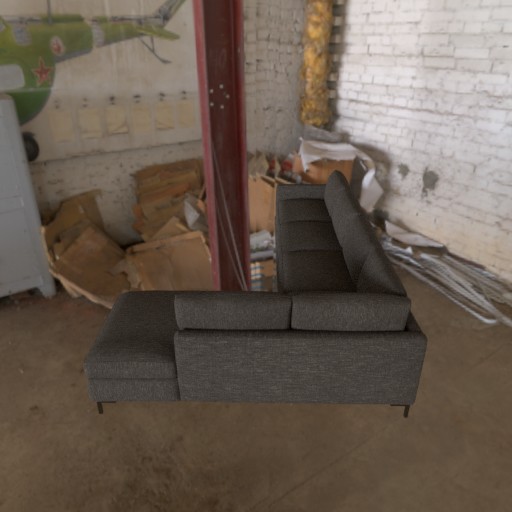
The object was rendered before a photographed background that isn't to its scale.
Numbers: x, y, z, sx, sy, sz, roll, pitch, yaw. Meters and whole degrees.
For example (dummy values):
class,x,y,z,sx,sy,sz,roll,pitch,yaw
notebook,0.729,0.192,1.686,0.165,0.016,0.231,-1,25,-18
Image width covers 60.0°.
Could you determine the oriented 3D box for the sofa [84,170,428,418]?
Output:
class,x,y,z,sx,sy,sz,roll,pitch,yaw
sofa,0.000,0.000,3.882,2.007,0.815,2.949,1,27,1
